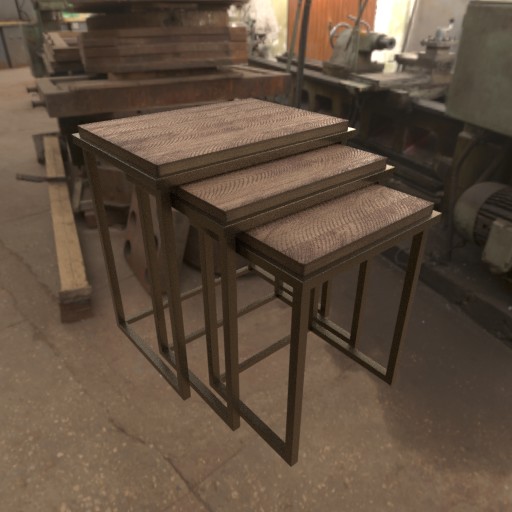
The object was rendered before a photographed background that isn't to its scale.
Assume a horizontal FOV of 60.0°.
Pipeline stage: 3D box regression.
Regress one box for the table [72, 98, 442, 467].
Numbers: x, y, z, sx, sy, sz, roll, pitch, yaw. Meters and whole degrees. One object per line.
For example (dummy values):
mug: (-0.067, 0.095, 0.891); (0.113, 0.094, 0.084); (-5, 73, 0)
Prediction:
table: (0.000, 0.000, 1.123); (0.559, 0.610, 0.706); (-23, 37, -34)
